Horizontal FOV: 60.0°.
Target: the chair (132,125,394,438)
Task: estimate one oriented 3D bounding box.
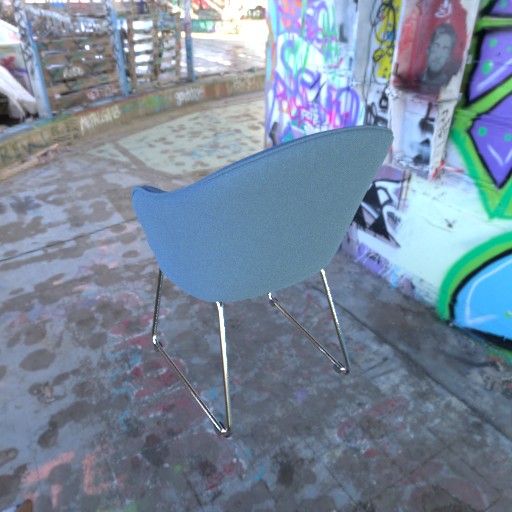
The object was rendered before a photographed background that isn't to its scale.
[{"bbox_3d":[0.000,0.000,1.198,0.570,0.815,0.585,-18,35,-27],"label":"chair"}]
